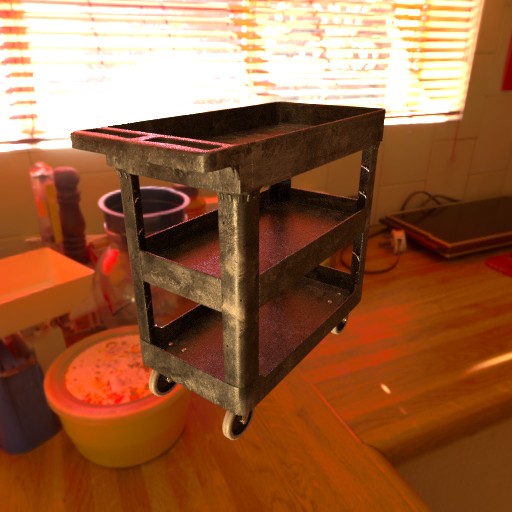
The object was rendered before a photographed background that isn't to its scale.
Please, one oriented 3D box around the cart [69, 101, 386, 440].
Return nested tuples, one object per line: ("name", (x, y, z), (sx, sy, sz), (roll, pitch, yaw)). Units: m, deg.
("cart", (0.000, 0.000, 1.373), (0.420, 0.824, 0.877), (17, 29, 32))
